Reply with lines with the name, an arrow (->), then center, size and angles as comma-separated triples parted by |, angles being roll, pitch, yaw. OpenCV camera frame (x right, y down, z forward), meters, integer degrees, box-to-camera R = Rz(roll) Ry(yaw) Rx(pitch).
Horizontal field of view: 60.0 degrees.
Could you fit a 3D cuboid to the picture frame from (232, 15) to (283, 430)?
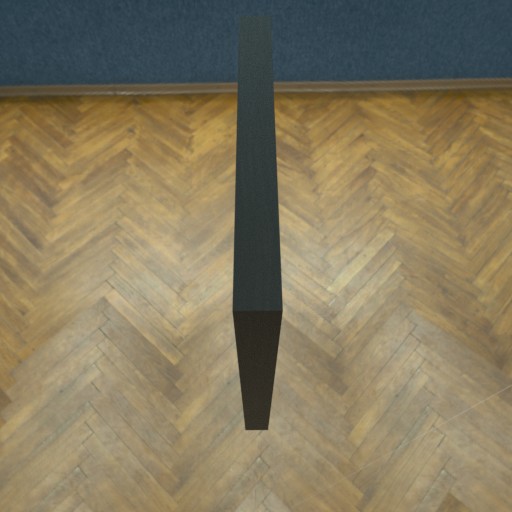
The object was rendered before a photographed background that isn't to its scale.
picture frame -> 0.000, 0.000, 0.742 | 0.044, 0.555, 0.452 | 0, 58, 0
